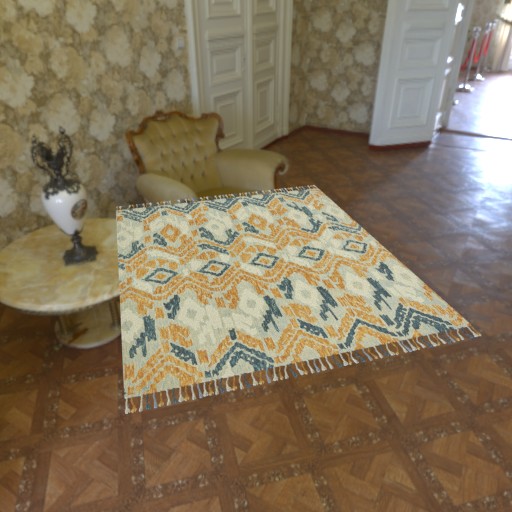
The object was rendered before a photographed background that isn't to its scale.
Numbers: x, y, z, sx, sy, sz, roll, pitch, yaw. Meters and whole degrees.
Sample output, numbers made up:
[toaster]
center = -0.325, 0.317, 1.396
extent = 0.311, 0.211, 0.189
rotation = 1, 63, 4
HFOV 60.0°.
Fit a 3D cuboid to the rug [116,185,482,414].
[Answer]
[rug]
center = 0.000, 0.000, 4.084
extent = 2.439, 0.010, 3.048
rotation = -8, 31, -14
